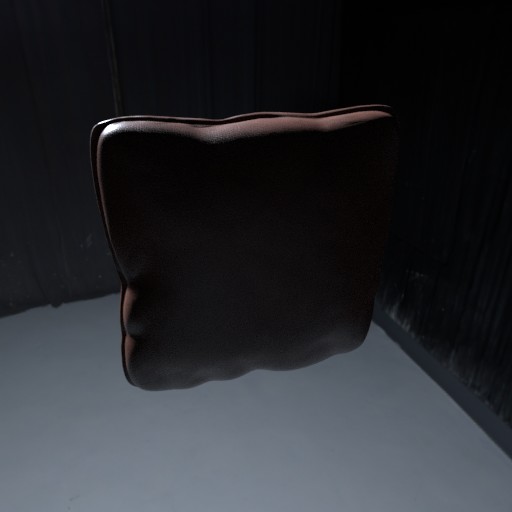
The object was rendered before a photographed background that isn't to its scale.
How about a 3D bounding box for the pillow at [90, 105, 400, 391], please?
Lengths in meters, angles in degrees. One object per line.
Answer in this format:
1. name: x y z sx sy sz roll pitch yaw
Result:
1. pillow: 0.000 0.000 0.827 0.532 0.523 0.236 -8 28 -15
